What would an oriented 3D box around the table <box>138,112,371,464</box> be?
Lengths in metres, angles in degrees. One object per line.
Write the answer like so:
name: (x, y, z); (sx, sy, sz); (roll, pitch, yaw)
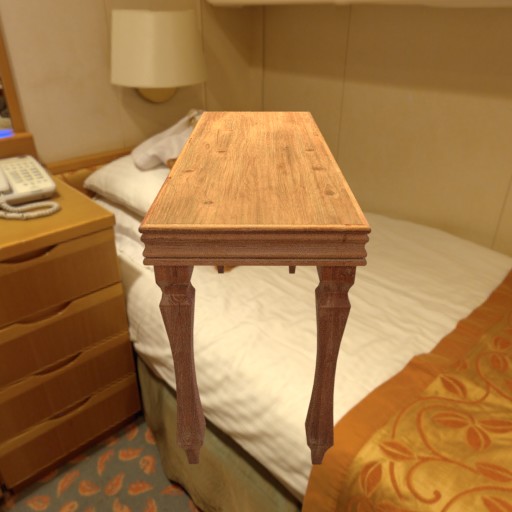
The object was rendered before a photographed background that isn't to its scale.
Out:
table: (0.000, 0.000, 1.780); (0.522, 0.873, 1.330); (0, 29, 0)
